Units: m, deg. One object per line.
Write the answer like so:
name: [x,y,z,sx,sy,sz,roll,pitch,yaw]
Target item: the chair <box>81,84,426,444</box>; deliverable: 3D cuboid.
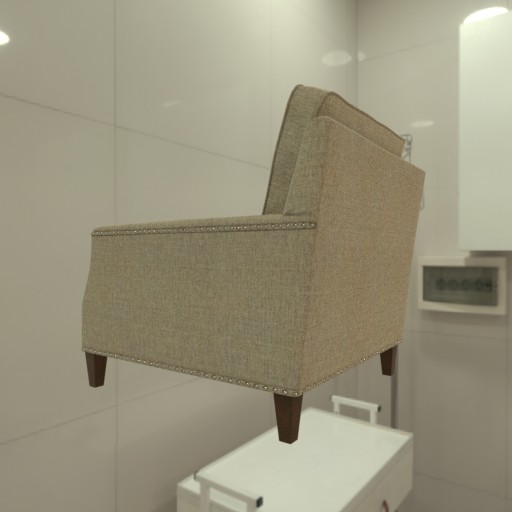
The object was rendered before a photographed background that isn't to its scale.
chair: [0.000,0.000,1.664,1.014,0.943,0.853,0,0,35]
